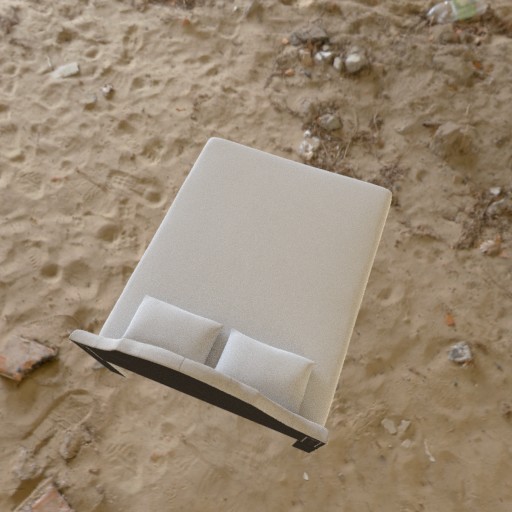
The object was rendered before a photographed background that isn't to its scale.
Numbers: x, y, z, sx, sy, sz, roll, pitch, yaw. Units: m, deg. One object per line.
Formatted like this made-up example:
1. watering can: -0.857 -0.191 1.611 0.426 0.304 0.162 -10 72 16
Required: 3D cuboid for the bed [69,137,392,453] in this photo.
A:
1. bed: 0.000 0.000 3.796 2.039 1.617 2.477 19 65 9
